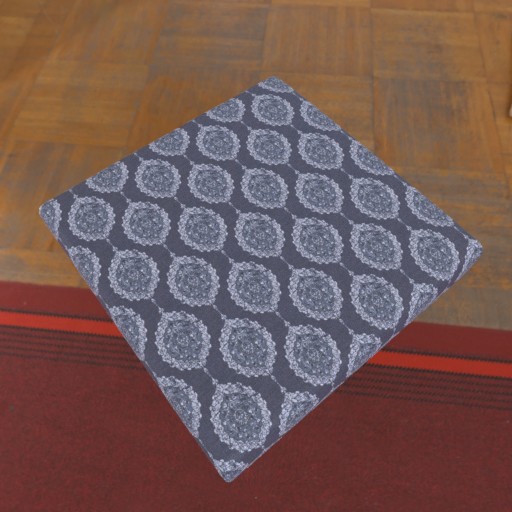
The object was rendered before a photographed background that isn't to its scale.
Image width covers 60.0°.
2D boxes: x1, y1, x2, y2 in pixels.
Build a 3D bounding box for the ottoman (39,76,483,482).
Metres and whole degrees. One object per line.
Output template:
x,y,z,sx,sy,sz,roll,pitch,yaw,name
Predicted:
0.000,0.000,1.358,0.889,0.409,0.890,-35,67,-18,ottoman
